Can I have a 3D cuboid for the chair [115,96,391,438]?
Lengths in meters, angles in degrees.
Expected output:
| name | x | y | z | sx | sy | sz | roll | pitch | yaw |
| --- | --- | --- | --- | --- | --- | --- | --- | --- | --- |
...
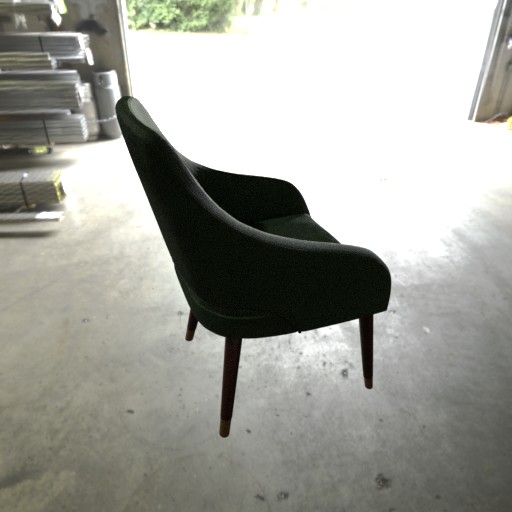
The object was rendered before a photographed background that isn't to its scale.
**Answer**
| name | x | y | z | sx | sy | sz | roll | pitch | yaw |
| --- | --- | --- | --- | --- | --- | --- | --- | --- | --- |
| chair | 0.000 | 0.000 | 1.578 | 0.794 | 1.081 | 0.683 | -11 | 33 | -18 |
